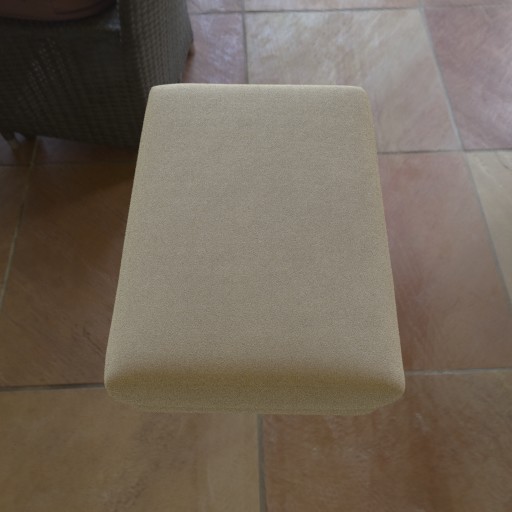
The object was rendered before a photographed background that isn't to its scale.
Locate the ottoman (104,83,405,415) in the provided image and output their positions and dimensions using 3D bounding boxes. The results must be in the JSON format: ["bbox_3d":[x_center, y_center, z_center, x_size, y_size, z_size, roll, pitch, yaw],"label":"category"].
[{"bbox_3d":[0.000,0.000,1.134,0.569,0.504,0.773,1,65,0],"label":"ottoman"}]
